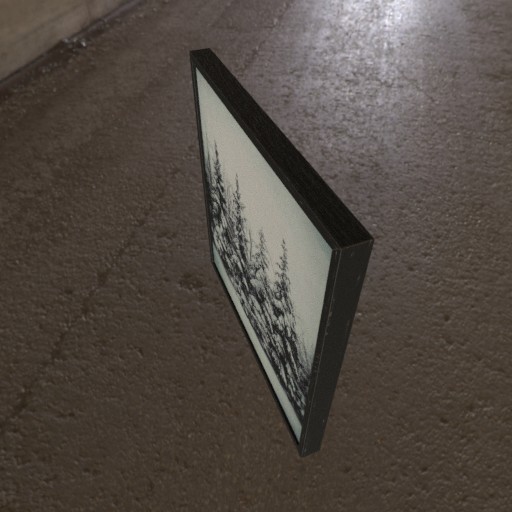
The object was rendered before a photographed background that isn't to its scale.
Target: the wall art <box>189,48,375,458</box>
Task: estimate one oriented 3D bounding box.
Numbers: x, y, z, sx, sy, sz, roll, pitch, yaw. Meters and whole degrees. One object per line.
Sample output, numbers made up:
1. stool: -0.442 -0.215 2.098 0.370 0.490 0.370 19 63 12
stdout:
1. wall art: 0.000 0.000 0.753 0.036 0.506 0.506 -16 47 -15
